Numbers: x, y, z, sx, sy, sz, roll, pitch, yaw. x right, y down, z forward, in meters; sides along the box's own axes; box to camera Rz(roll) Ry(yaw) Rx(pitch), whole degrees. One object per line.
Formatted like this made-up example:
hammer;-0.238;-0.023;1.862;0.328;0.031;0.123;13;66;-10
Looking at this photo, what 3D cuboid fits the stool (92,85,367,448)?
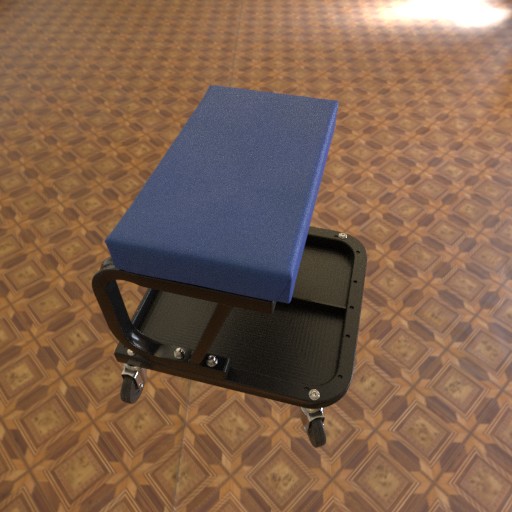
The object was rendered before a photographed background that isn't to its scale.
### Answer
stool;0.000;0.000;0.721;0.371;0.380;0.446;11;49;10
